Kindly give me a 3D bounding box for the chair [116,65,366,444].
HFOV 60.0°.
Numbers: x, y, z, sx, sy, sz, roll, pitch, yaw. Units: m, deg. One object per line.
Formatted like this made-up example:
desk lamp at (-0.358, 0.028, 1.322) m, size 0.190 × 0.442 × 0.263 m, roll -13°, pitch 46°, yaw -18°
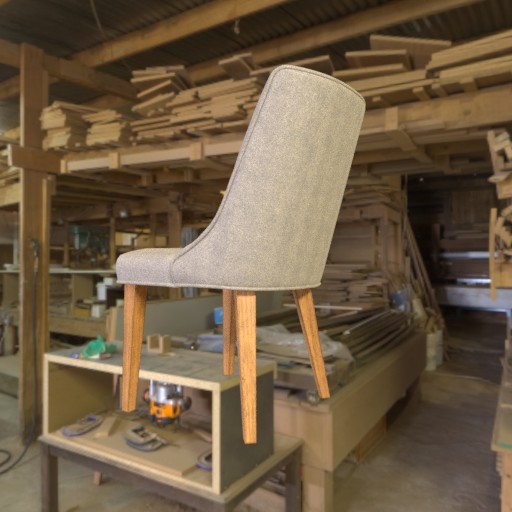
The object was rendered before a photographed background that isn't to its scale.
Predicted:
chair at (0.000, 0.000, 1.340) m, size 0.636 × 0.916 × 0.548 m, roll 0°, pitch 0°, yaw 35°
